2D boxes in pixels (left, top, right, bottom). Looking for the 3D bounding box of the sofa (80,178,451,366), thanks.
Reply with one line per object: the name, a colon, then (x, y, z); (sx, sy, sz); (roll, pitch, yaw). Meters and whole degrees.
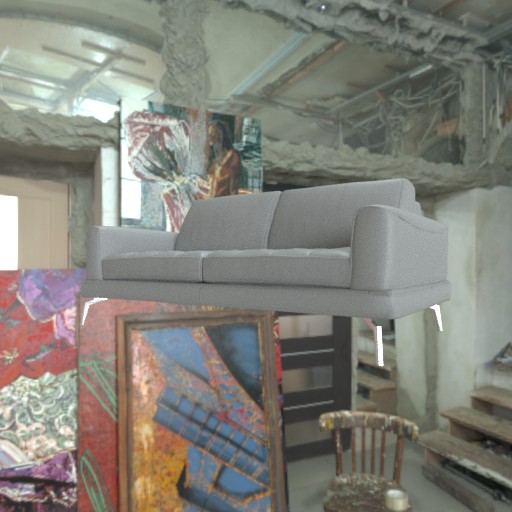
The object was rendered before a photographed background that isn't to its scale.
sofa: (0.000, 0.000, 2.824); (2.177, 0.930, 1.121); (-1, -1, 35)
